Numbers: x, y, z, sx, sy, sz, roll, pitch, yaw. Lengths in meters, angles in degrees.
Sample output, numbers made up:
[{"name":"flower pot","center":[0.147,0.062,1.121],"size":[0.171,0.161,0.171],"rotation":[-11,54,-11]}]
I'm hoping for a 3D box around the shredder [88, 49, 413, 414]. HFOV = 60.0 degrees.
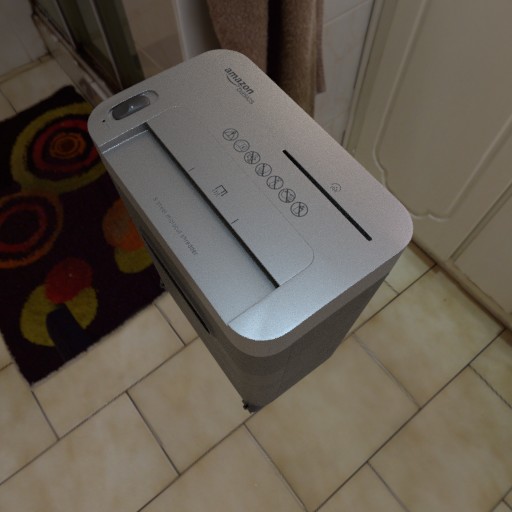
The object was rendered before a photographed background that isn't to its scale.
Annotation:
[{"name":"shredder","center":[0.000,0.000,0.611],"size":[0.237,0.419,0.311],"rotation":[-33,67,-16]}]
